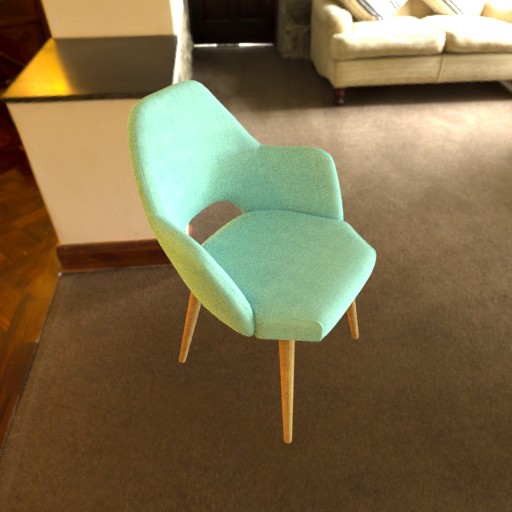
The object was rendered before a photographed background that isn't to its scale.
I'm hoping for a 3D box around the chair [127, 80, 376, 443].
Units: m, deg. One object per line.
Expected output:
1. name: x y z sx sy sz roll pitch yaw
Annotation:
1. chair: 0.000 0.000 1.277 0.610 0.840 0.590 24 47 25
